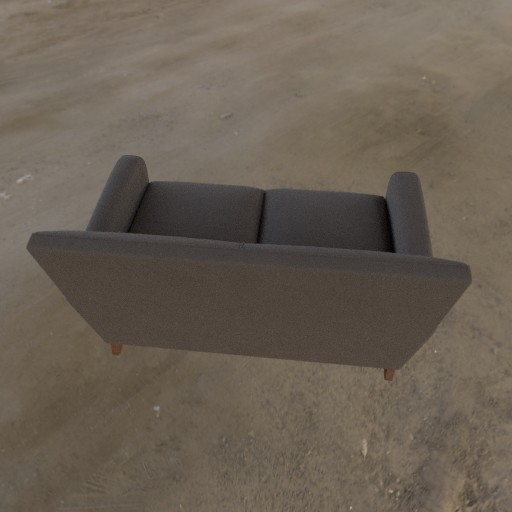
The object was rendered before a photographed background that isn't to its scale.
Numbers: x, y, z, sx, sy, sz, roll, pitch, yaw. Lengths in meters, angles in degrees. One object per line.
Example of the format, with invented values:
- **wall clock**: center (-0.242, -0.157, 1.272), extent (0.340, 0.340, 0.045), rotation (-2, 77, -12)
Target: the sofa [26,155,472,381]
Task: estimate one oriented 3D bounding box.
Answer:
- **sofa**: center (0.000, 0.000, 1.912), extent (1.420, 0.846, 0.871), rotation (4, 46, 4)
